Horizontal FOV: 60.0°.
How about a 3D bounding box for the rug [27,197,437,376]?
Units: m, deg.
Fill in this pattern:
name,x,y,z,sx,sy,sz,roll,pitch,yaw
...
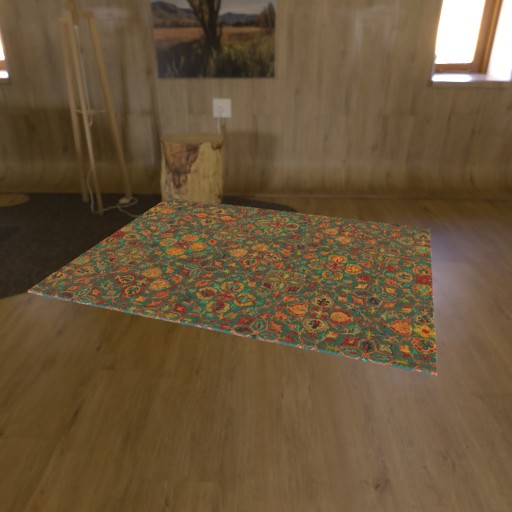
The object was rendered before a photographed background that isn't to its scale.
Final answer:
name,x,y,z,sx,sy,sz,roll,pitch,yaw
rug,0.000,0.000,4.258,3.204,0.025,2.434,8,28,16
